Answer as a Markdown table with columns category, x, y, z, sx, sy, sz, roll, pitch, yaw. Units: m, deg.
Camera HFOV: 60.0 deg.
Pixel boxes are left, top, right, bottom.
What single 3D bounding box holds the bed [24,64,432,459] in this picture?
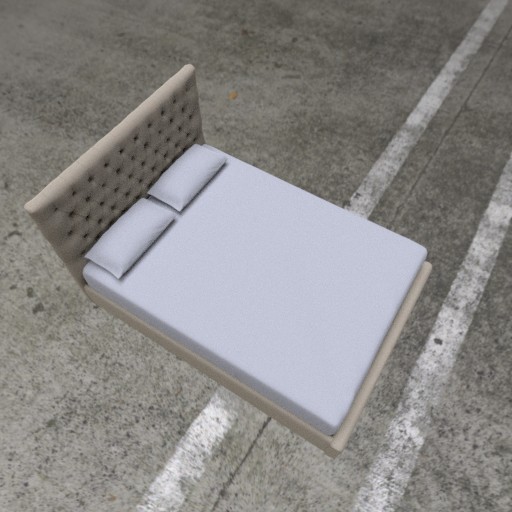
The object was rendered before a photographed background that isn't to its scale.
| category | x | y | z | sx | sy | sz | roll | pitch | yaw |
| --- | --- | --- | --- | --- | --- | --- | --- | --- | --- |
| bed | 0.000 | 0.000 | 3.352 | 2.387 | 1.427 | 1.698 | 28 | 62 | 16 |
